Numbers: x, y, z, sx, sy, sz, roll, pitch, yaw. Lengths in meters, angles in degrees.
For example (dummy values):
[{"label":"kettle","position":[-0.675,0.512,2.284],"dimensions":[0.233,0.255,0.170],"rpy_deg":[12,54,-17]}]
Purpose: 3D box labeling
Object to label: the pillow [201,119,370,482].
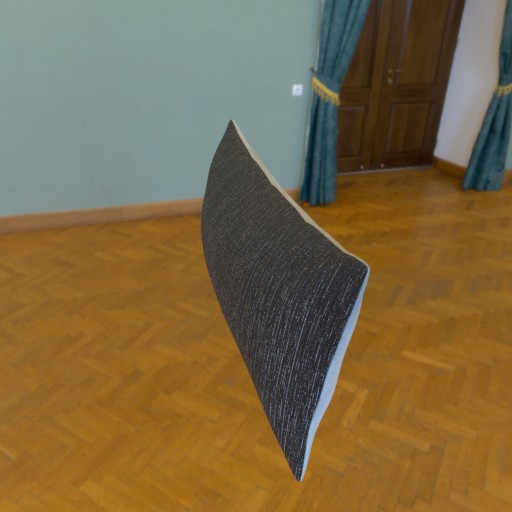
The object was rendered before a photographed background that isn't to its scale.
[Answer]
[{"label":"pillow","position":[0.000,0.000,0.735],"dimensions":[0.156,0.305,0.608],"rpy_deg":[-8,31,-13]}]
